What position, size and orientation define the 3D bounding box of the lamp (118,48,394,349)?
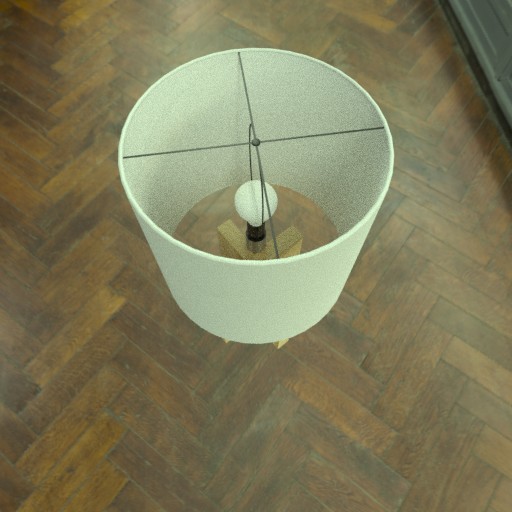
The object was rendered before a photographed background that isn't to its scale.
[{"bbox_3d":[0.000,0.000,0.560,0.229,0.428,0.229,-35,69,-16],"label":"lamp"}]
